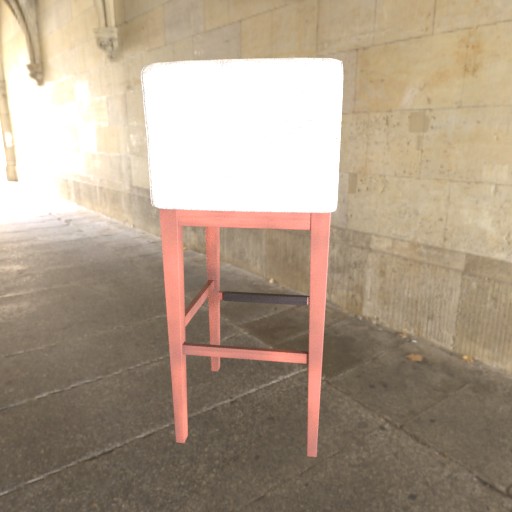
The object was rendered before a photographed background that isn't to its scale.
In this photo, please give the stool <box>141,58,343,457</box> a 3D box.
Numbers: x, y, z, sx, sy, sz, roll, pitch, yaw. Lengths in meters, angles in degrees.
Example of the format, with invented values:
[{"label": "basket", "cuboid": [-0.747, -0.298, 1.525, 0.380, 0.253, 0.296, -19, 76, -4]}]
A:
[{"label": "stool", "cuboid": [0.000, 0.000, 1.251, 0.426, 0.965, 0.499, 2, 15, 9]}]
